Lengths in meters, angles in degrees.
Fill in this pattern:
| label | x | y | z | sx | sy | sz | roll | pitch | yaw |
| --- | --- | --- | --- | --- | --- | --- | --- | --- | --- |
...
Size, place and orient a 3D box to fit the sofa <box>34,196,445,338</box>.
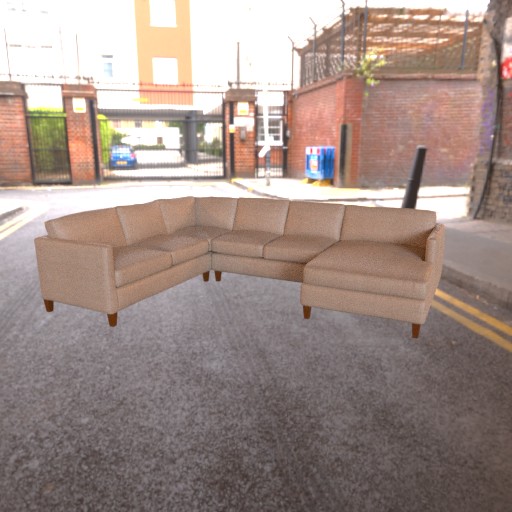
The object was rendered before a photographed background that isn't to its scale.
| label | x | y | z | sx | sy | sz | roll | pitch | yaw |
| --- | --- | --- | --- | --- | --- | --- | --- | --- | --- |
| sofa | 0.000 | 0.000 | 4.597 | 3.460 | 0.961 | 2.594 | 7 | 15 | 26 |
